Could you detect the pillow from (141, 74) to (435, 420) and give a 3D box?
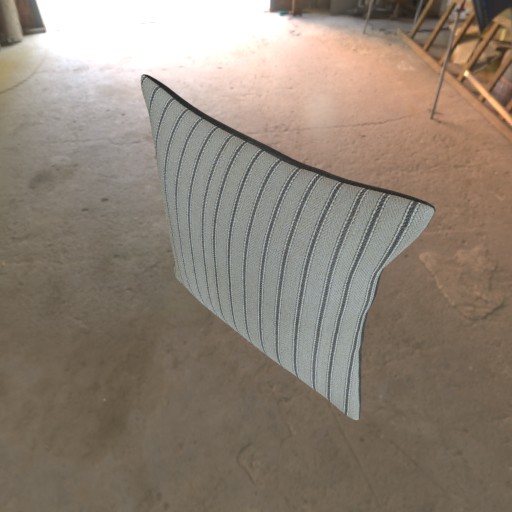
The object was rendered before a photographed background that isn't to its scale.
[{"bbox_3d":[0.000,0.000,0.686,0.468,0.444,0.138,34,54,29],"label":"pillow"}]
